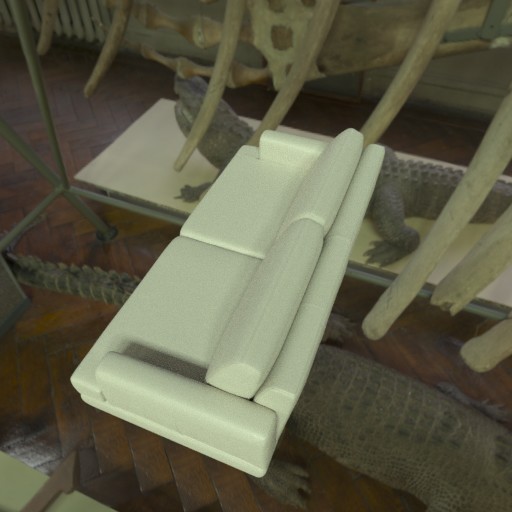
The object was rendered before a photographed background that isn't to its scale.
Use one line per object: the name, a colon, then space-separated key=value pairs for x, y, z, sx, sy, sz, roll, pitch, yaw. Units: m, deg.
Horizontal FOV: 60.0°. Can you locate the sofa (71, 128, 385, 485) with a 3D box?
sofa: x=0.000 y=0.000 z=2.371 sx=0.974 sy=0.765 sz=1.940 roll=17 pitch=50 yaw=15
